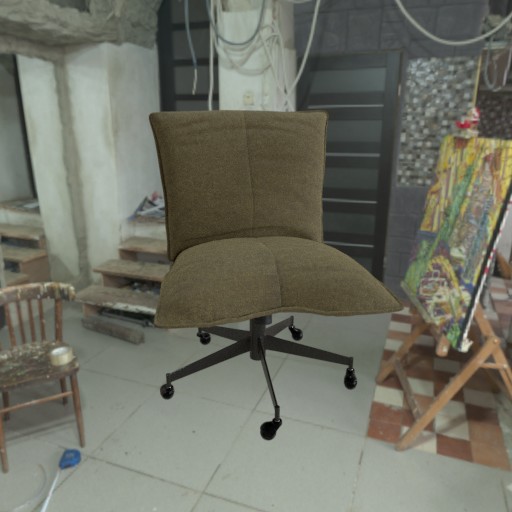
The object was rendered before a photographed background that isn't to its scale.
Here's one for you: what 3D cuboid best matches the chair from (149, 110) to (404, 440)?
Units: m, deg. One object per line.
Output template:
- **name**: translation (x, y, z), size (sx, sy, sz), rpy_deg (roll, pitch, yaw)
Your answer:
- **chair**: translation (0.000, 0.000, 1.268), size (0.597, 0.811, 0.696), rpy_deg (-3, 17, -8)
